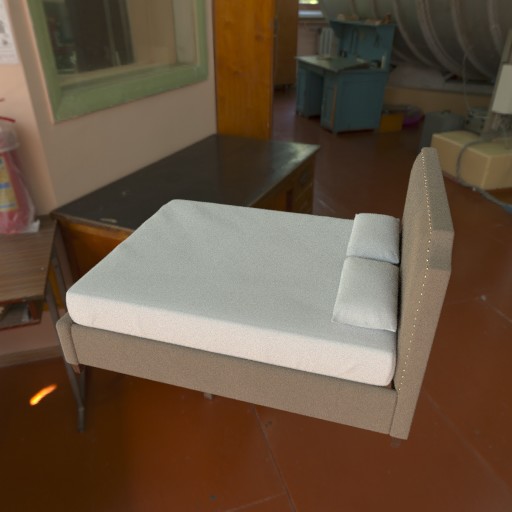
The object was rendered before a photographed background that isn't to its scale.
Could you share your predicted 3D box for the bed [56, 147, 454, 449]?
[{"bbox_3d":[0.000,0.000,3.268,2.329,1.415,1.703,8,31,14],"label":"bed"}]
